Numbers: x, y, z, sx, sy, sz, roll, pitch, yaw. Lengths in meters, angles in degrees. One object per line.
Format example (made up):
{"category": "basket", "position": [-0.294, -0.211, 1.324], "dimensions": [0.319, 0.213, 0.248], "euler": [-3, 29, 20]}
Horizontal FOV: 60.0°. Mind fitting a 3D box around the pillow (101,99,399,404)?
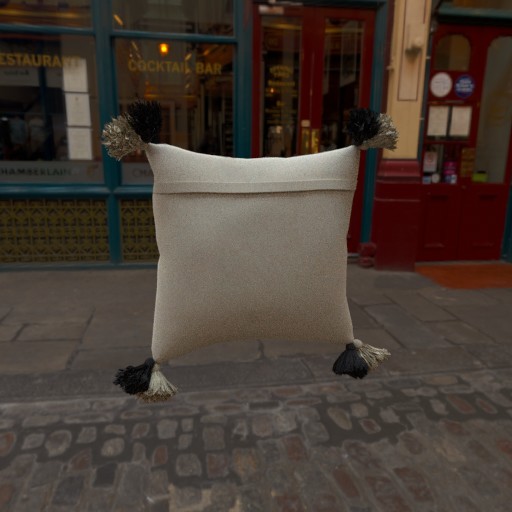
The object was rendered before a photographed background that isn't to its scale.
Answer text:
{"category": "pillow", "position": [0.000, 0.000, 0.999], "dimensions": [0.654, 0.659, 0.170], "euler": [-2, 12, -9]}
